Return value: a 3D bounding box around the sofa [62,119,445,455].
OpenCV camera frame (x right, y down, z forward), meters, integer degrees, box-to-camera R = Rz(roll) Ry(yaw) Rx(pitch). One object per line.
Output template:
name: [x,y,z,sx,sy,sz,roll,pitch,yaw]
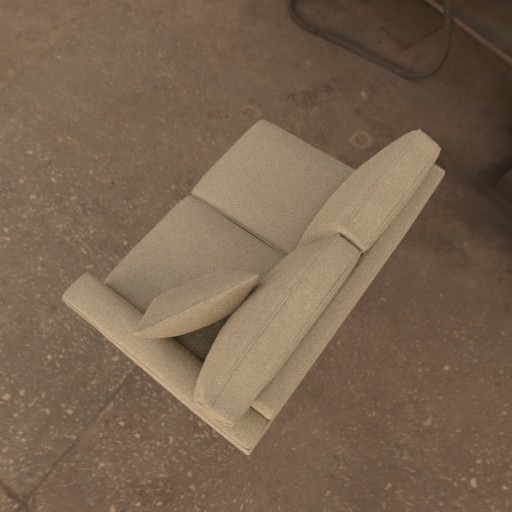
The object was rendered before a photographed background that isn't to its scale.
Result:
sofa: [0.000,0.000,2.049,0.991,0.989,1.388,35,69,15]
